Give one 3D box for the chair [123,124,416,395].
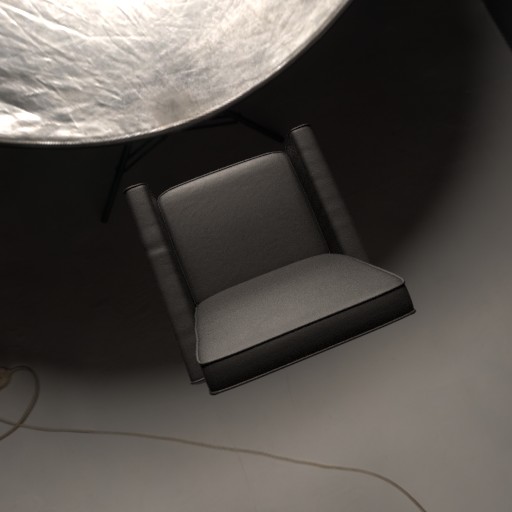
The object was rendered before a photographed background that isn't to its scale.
[{"bbox_3d":[0.000,0.000,1.535,0.705,1.013,0.746,-21,77,-5],"label":"chair"}]
